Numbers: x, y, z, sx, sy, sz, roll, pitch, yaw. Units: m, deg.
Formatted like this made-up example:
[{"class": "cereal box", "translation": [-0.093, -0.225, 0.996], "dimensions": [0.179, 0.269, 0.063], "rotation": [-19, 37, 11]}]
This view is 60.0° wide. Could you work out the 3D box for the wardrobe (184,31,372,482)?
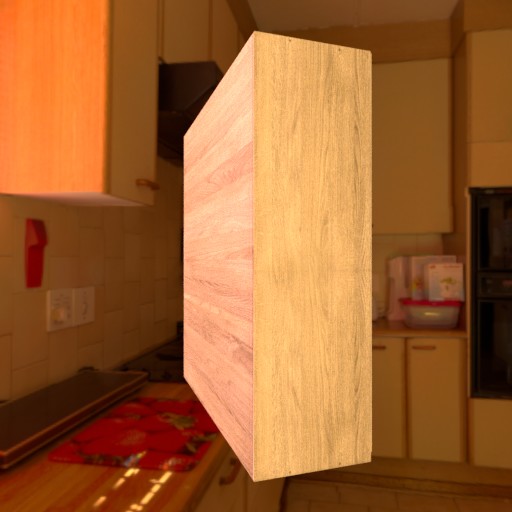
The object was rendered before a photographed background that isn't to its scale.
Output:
[{"class": "wardrobe", "translation": [0.000, 0.000, 2.863], "dimensions": [0.629, 1.960, 1.780], "rotation": [0, 0, -19]}]
